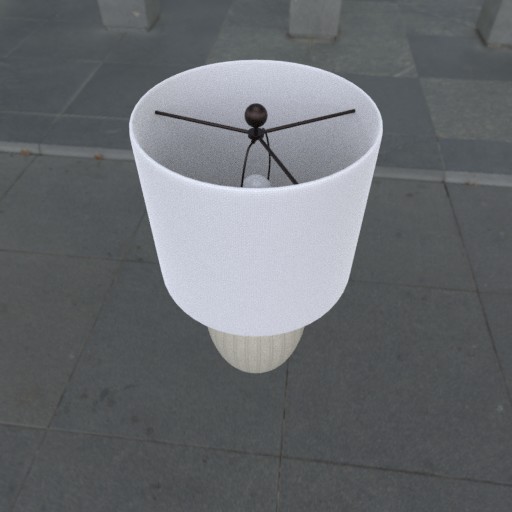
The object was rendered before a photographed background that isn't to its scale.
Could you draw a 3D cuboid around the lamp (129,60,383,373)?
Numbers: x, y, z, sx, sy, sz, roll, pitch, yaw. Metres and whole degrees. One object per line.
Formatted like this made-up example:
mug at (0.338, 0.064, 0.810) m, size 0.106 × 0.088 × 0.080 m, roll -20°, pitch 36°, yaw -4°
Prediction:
lamp at (0.000, 0.000, 0.780) m, size 0.329 × 0.570 × 0.329 m, roll 16°, pitch 49°, yaw 15°
